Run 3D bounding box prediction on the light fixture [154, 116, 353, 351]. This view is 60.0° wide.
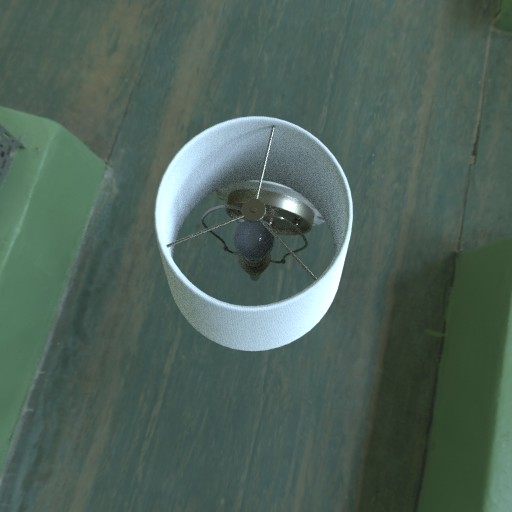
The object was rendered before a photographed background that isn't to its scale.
[{"bbox_3d":[0.000,0.000,0.445,0.168,0.337,0.188,13,78,3],"label":"light fixture"}]
